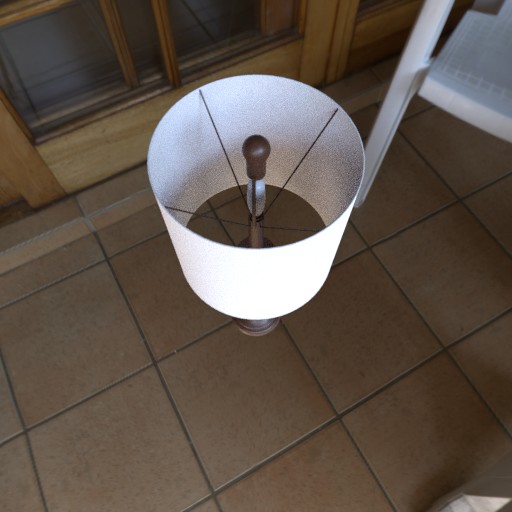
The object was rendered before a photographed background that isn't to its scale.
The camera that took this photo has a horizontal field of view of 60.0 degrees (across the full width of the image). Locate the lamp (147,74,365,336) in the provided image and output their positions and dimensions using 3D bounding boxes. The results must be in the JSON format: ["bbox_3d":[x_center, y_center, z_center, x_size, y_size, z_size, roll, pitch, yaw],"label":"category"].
[{"bbox_3d":[0.000,0.000,0.760,0.250,0.597,0.250,-32,69,-14],"label":"lamp"}]
